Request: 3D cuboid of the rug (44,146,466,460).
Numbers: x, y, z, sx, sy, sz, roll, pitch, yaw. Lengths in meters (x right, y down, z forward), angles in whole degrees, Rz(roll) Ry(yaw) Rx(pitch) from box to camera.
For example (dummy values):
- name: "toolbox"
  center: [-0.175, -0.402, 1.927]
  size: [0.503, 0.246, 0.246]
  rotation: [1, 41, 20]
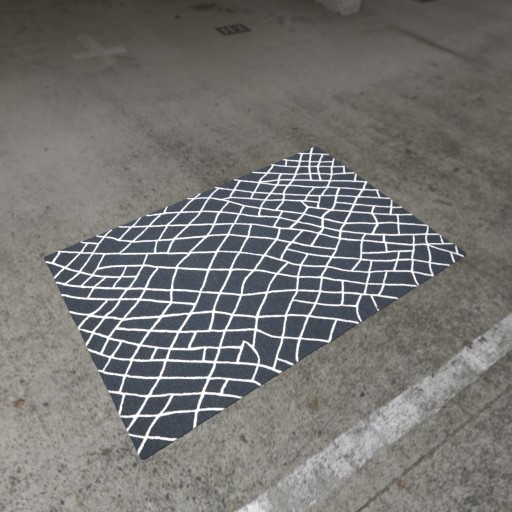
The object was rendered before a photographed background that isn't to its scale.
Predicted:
- name: "rug"
  center: [0.000, 0.000, 2.296]
  size: [1.830, 0.013, 1.223]
  rotation: [-26, 52, -23]
